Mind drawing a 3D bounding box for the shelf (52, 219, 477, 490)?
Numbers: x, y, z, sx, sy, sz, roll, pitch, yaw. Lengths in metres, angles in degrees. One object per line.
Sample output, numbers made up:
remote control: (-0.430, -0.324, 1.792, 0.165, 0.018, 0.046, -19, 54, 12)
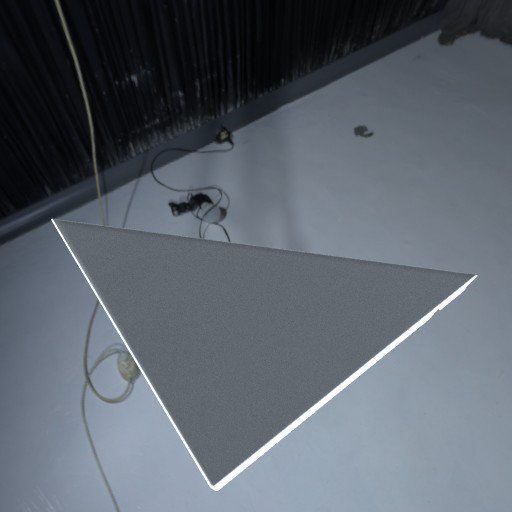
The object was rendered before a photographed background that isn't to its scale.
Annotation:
shelf: (0.000, 0.000, 0.441, 0.296, 0.035, 0.296, -32, 64, -18)
